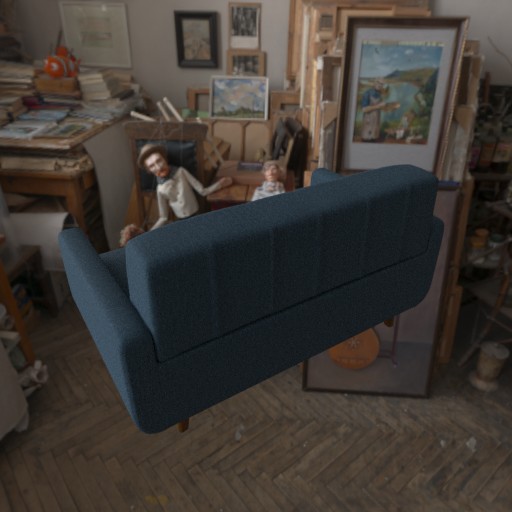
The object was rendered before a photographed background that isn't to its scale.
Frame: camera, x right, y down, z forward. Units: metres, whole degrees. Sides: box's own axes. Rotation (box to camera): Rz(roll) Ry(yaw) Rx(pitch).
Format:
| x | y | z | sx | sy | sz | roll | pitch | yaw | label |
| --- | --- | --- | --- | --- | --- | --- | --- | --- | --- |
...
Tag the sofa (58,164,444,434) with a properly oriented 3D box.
| x | y | z | sx | sy | sz | roll | pitch | yaw | label |
| --- | --- | --- | --- | --- | --- | --- | --- | --- | --- |
| 0.000 | 0.000 | 2.216 | 1.651 | 0.896 | 0.942 | -18 | 36 | -28 | sofa |
